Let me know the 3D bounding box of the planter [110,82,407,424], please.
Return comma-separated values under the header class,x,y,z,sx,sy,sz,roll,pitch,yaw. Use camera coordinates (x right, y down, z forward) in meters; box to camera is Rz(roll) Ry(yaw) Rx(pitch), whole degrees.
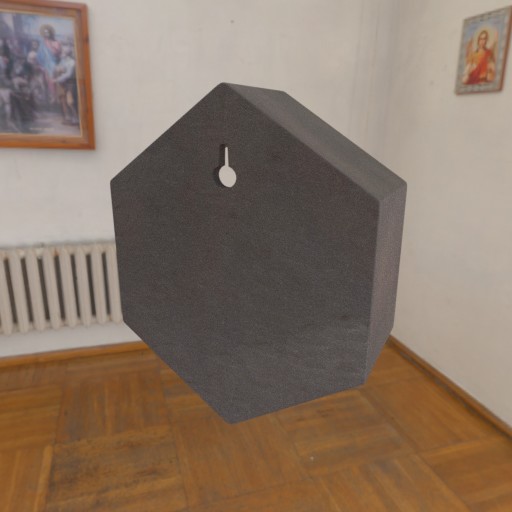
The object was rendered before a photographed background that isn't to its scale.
class,x,y,z,sx,sy,sz,roll,pitch,yaw
planter,0.000,0.000,0.289,0.169,0.206,0.077,8,19,26
